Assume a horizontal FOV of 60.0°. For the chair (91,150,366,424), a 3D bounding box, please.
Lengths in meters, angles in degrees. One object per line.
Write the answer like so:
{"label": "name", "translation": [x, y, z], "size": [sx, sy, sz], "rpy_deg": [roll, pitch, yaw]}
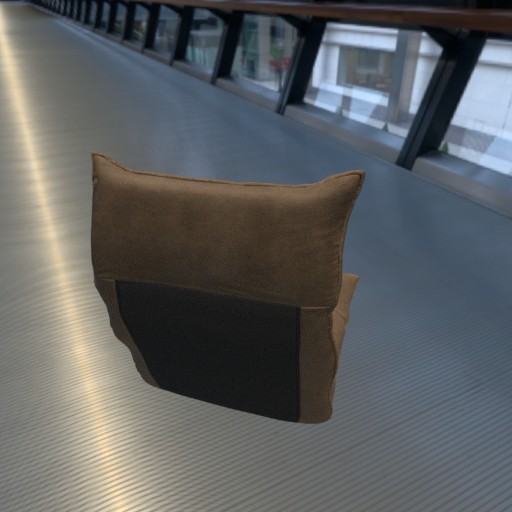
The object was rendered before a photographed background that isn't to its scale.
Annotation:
{"label": "chair", "translation": [0.000, 0.000, 1.584], "size": [0.714, 0.892, 0.985], "rpy_deg": [9, 31, 15]}
